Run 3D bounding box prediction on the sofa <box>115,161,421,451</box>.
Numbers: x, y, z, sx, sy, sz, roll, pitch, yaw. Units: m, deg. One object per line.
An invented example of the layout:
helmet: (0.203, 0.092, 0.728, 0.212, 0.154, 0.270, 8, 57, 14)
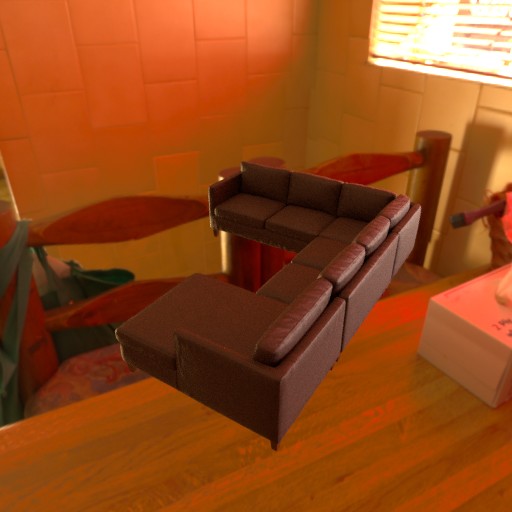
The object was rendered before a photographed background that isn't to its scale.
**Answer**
sofa: (0.000, 0.000, 4.811, 2.593, 0.923, 3.460, 18, 34, 28)
